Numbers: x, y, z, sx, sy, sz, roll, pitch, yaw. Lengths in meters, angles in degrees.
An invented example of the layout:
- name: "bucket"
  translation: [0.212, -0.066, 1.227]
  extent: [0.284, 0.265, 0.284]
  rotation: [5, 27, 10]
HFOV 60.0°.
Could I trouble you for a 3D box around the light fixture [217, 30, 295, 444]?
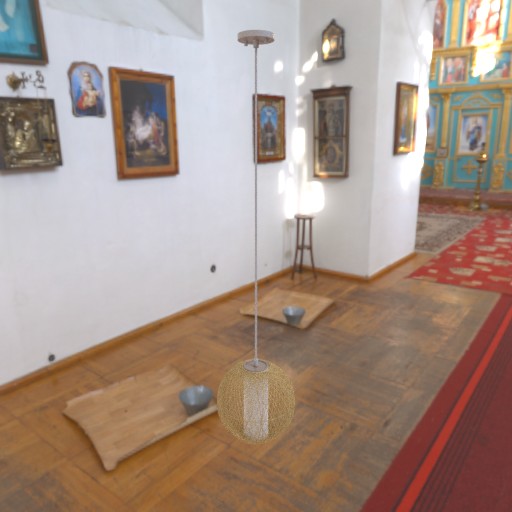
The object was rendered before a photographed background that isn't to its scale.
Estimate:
- name: "light fixture"
  translation: [0.000, 0.000, 2.132]
  extent: [0.407, 1.955, 0.406]
  rotation: [-2, 14, -7]
